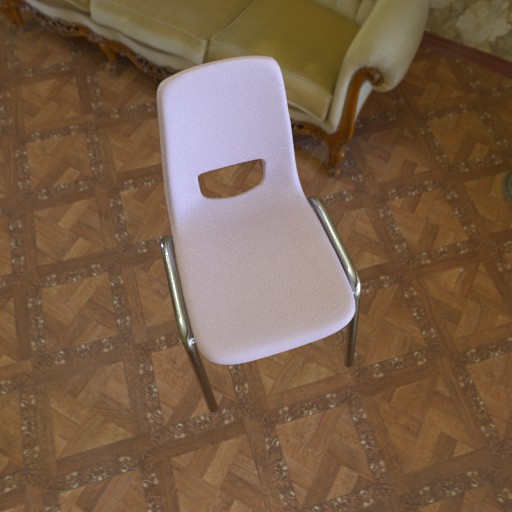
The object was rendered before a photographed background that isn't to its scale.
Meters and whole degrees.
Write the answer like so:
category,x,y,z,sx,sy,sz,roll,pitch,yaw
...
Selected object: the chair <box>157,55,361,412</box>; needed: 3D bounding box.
category,x,y,z,sx,sy,sz,roll,pitch,yaw
chair,0.000,0.000,0.851,0.354,0.586,0.423,-16,65,-8
